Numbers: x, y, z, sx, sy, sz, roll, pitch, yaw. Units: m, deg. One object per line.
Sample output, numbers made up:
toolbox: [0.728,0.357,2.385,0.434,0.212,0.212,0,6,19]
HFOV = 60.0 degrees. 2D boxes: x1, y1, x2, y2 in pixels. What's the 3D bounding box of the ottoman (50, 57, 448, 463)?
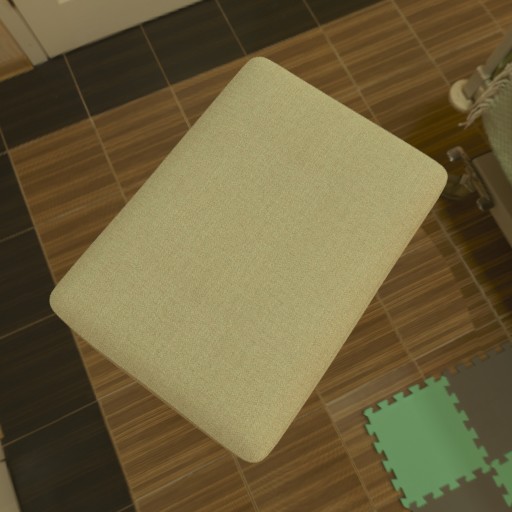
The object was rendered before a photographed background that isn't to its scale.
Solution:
ottoman: [0.000,0.000,1.261,0.637,0.478,0.885,35,78,9]
